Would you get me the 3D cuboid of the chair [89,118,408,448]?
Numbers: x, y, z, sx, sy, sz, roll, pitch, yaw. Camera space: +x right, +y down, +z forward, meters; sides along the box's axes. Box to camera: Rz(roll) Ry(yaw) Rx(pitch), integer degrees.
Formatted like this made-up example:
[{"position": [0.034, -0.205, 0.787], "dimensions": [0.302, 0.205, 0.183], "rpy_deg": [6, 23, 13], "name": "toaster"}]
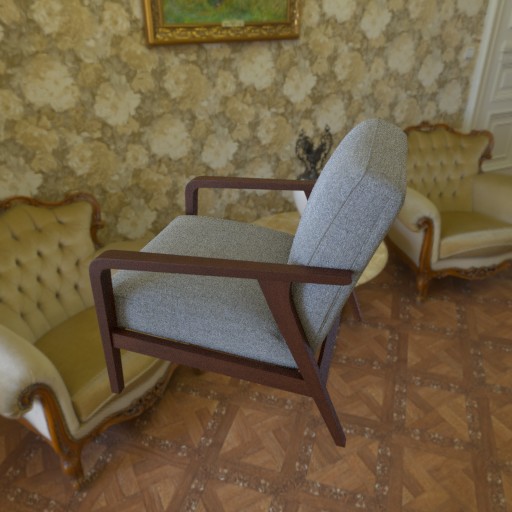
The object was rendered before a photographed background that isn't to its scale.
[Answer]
[{"position": [0.000, 0.000, 1.482], "dimensions": [0.858, 0.847, 0.704], "rpy_deg": [8, 30, 14], "name": "chair"}]
